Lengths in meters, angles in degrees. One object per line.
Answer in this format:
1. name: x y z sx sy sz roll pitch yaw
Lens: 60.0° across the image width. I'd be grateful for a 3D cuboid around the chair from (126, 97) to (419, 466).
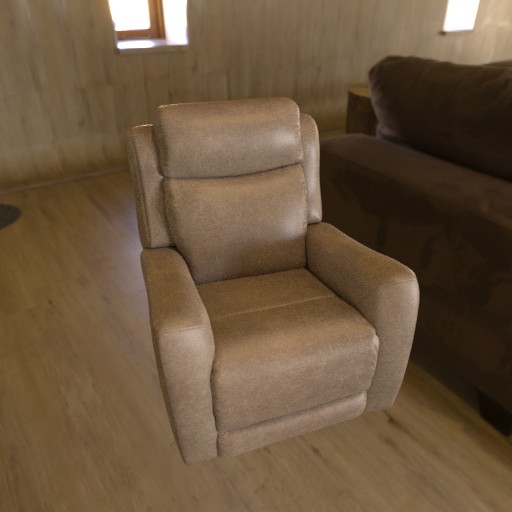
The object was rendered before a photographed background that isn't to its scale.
1. chair: 0.000 0.000 1.886 0.965 1.116 1.068 -9 32 -15
